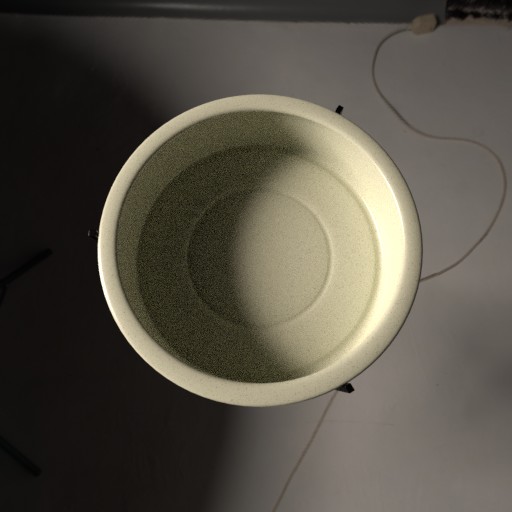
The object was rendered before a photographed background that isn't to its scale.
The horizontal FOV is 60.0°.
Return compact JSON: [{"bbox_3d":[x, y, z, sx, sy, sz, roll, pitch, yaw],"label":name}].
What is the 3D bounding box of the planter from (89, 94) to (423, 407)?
[{"bbox_3d":[0.000,0.000,0.537,0.345,0.171,0.336,1,75,0],"label":"planter"}]
